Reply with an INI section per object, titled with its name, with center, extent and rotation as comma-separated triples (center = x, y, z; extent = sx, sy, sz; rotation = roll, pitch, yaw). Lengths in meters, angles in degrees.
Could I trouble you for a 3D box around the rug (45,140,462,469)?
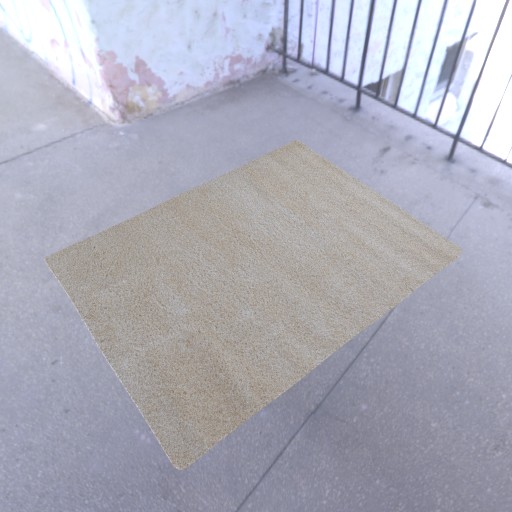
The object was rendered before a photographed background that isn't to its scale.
[rug]
center = 0.000, 0.000, 2.106
extent = 1.600, 0.025, 1.199
rotation = -30, 55, -25
